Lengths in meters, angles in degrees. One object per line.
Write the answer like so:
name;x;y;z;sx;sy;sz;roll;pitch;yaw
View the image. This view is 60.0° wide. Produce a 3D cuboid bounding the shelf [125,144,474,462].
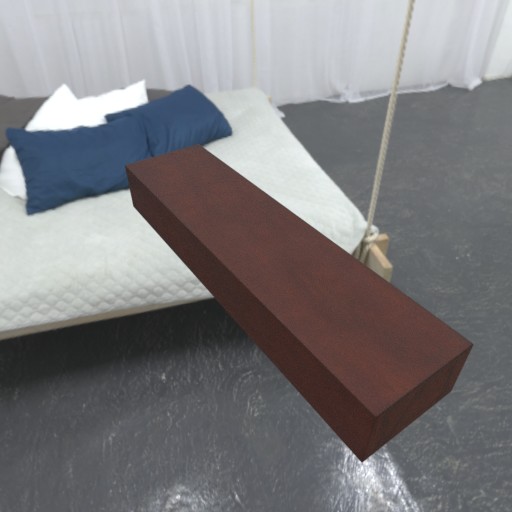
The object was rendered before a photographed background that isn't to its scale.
shelf;0.000;0.000;0.667;0.152;0.088;0.607;-24;45;-26
